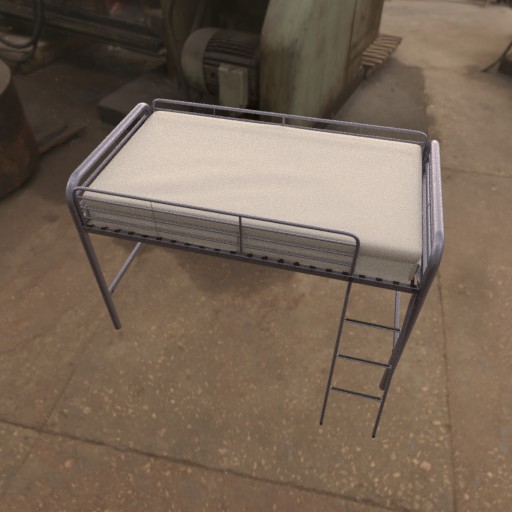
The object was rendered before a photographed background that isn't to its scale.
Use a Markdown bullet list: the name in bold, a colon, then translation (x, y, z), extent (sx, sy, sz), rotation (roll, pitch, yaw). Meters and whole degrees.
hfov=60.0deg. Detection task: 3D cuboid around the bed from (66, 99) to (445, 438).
- **bed**: translation (0.000, 0.000, 2.871), extent (1.965, 1.288, 1.415), rotation (10, 46, 10)
